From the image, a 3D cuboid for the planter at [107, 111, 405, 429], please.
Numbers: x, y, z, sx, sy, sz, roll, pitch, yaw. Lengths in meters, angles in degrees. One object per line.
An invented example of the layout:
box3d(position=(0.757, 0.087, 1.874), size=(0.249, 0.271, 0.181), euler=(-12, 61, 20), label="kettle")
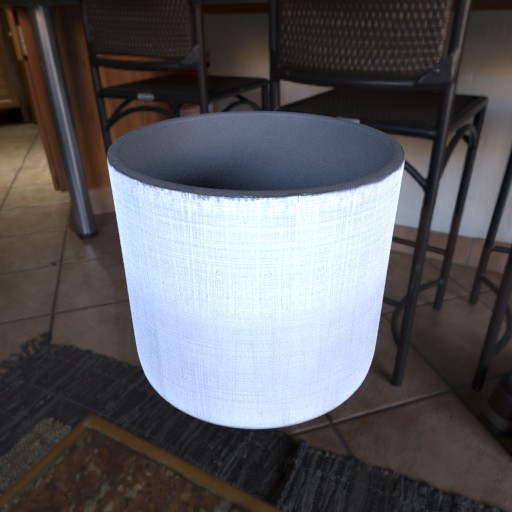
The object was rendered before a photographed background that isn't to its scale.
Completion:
box3d(position=(0.000, 0.000, 0.384), size=(0.221, 0.201, 0.221), euler=(0, 30, 0), label="planter")
